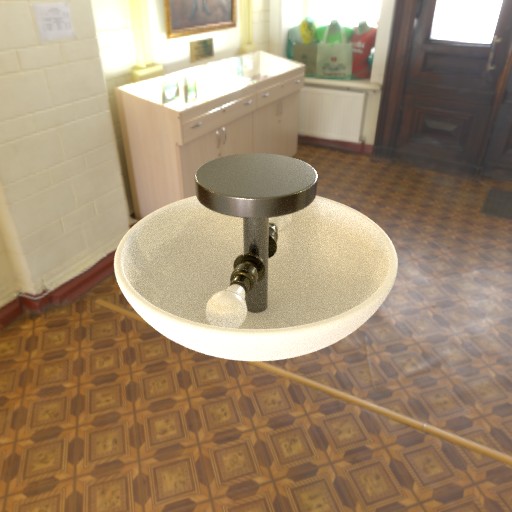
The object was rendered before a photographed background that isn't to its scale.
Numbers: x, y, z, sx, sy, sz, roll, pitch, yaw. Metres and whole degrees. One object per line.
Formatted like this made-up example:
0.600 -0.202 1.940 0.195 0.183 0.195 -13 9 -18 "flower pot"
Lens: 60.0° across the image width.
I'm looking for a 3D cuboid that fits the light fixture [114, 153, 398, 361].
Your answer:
0.000 0.000 0.542 0.330 0.214 0.330 0 32 0 "light fixture"
